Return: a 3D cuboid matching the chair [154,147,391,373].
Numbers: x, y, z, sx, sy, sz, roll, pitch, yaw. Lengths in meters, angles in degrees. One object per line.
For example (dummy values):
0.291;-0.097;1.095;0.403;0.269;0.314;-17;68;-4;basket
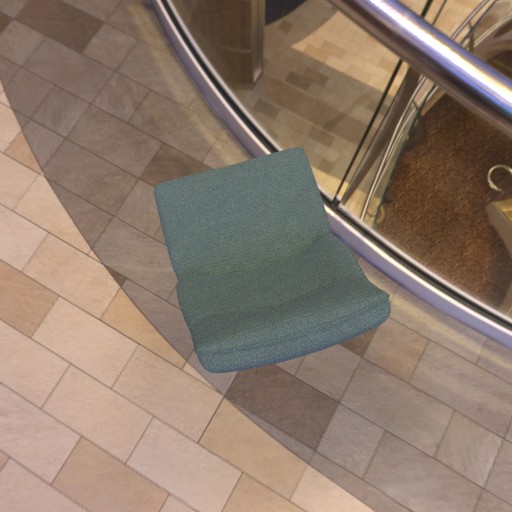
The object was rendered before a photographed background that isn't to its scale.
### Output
0.000;0.000;1.305;0.500;0.930;0.620;-16;76;-4;chair
